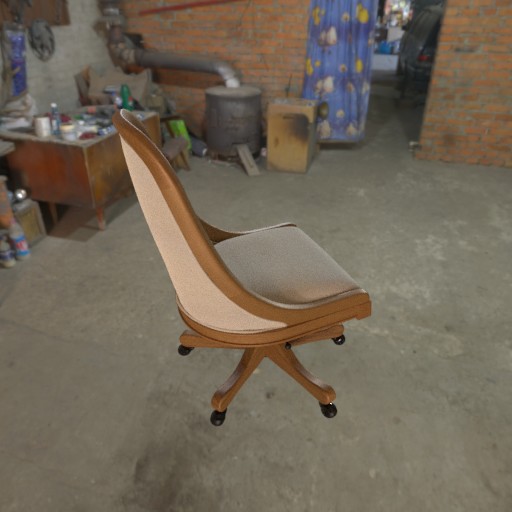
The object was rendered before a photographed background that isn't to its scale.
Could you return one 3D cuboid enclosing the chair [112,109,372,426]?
[{"bbox_3d":[0.000,0.000,1.536,0.811,1.009,0.702,-10,31,-18],"label":"chair"}]
